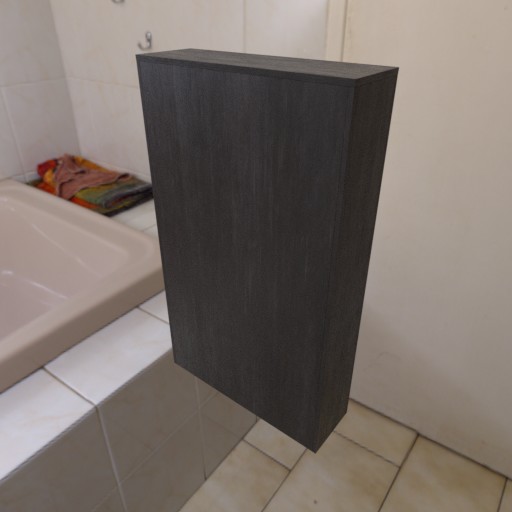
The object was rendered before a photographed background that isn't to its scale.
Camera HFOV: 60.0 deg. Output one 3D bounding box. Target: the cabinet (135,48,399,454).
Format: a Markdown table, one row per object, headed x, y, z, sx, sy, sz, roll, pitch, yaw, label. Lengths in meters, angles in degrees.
| x | y | z | sx | sy | sz | roll | pitch | yaw | label |
| --- | --- | --- | --- | --- | --- | --- | --- | --- | --- |
| 0.000 | 0.000 | 1.572 | 0.750 | 1.280 | 0.250 | 22 | 37 | 32 | cabinet |
